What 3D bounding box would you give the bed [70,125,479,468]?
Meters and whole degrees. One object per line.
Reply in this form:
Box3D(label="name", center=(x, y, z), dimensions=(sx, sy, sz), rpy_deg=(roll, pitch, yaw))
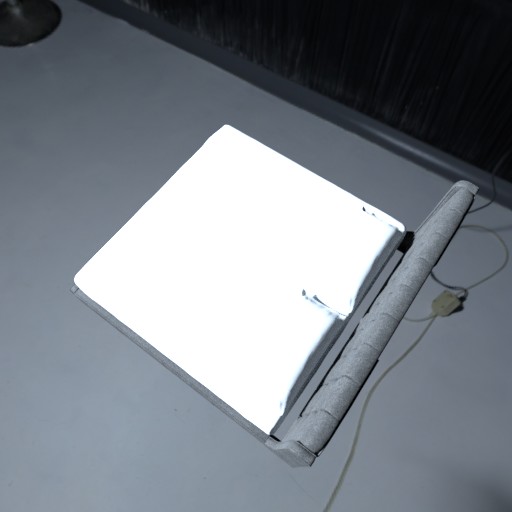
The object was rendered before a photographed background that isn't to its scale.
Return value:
Box3D(label="bed", center=(0.000, 0.000, 2.526), dimensions=(1.638, 0.933, 1.531), rpy_deg=(33, 68, 15))
